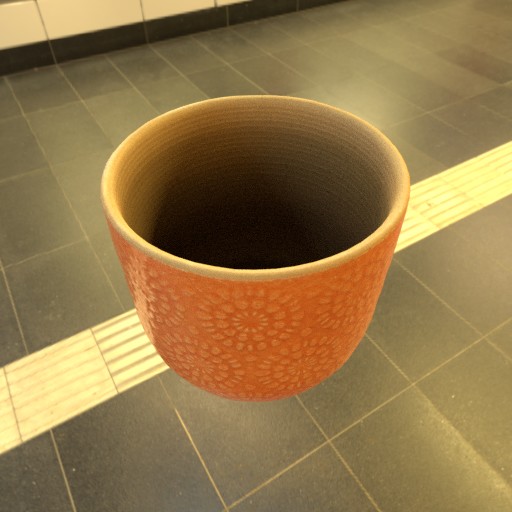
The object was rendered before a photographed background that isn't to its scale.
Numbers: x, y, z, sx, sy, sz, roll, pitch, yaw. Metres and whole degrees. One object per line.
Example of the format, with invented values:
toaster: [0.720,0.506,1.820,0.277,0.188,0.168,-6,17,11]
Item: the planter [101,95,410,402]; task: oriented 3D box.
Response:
planter: [0.000,0.000,0.293,0.170,0.152,0.170,0,46,0]
